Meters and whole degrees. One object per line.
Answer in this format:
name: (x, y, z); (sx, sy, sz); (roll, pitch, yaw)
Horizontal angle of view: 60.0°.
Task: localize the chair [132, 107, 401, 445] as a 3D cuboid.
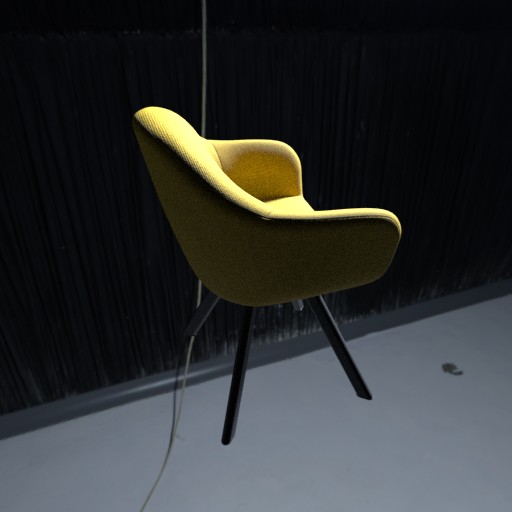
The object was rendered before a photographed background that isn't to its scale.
chair: (0.000, 0.000, 1.198); (0.550, 0.795, 0.590); (-10, 32, -17)
